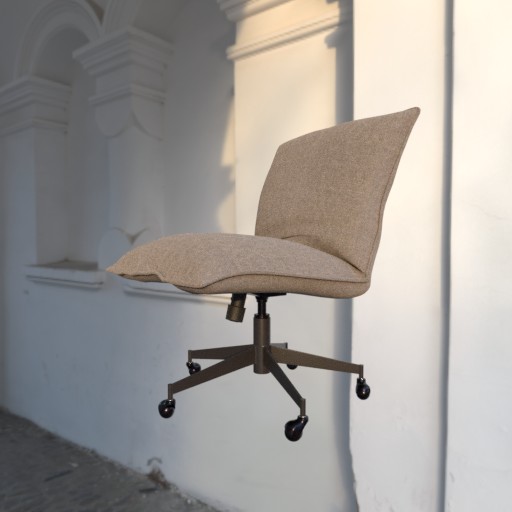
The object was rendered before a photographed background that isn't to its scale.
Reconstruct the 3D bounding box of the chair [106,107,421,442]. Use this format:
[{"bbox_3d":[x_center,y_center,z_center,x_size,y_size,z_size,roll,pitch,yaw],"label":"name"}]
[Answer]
[{"bbox_3d":[0.000,0.000,1.255,0.696,0.811,0.597,-2,3,-35],"label":"chair"}]
